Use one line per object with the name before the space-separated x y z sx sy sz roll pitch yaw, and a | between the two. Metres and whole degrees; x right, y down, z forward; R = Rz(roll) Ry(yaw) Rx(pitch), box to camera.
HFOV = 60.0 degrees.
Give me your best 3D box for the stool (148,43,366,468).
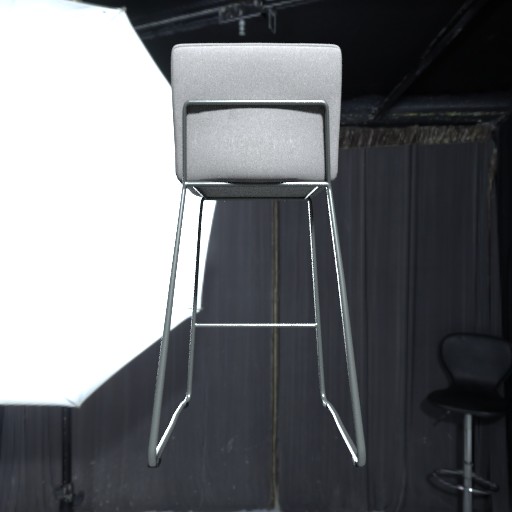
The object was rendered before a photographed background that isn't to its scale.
stool | 0.000 0.000 1.220 0.490 0.960 0.490 0 -1 0
